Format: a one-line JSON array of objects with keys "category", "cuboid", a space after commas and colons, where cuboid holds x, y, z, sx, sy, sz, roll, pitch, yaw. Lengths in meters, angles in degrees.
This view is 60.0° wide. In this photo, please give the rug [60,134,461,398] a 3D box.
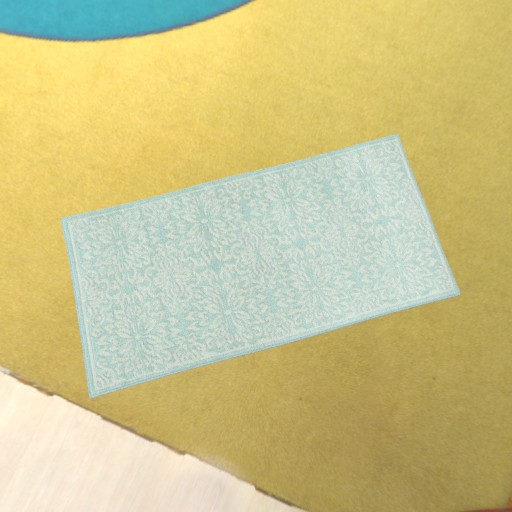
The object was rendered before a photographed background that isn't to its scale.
[{"category": "rug", "cuboid": [0.000, 0.000, 1.471, 1.219, 0.007, 0.604, -15, 76, -4]}]
